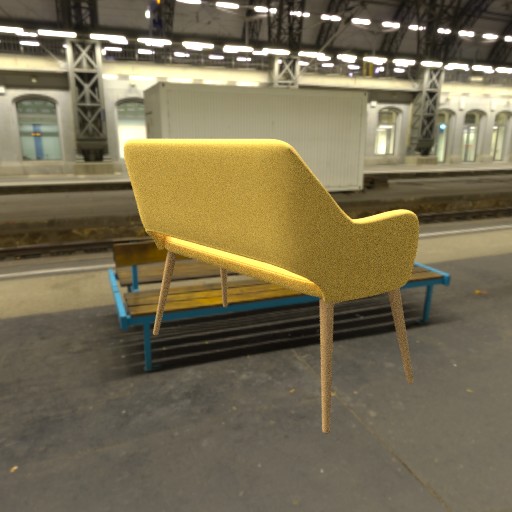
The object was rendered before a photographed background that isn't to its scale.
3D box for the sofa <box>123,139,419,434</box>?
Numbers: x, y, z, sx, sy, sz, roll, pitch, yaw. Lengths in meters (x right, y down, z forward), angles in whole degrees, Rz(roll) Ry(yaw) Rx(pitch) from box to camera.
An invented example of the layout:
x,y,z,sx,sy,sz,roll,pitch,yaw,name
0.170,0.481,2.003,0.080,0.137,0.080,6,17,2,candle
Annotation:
x,y,z,sx,sy,sz,roll,pitch,yaw,name
0.000,0.000,1.645,0.610,0.840,1.150,-14,20,-42,sofa
